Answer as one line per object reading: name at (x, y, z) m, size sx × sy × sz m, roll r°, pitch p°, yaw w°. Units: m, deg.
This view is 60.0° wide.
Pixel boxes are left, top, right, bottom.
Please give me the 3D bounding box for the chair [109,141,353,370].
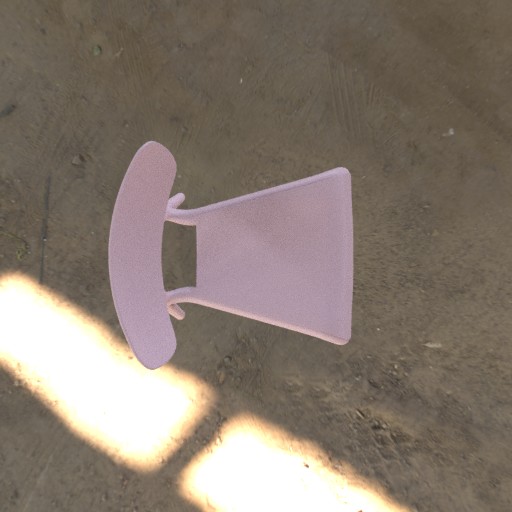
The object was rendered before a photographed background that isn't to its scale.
chair at (0.000, 0.000, 0.832) m, size 0.401 × 0.580 × 0.356 m, roll 0°, pitch 90°, yaw 0°
